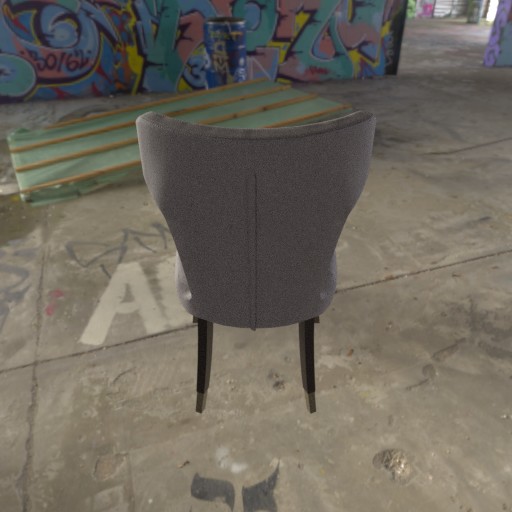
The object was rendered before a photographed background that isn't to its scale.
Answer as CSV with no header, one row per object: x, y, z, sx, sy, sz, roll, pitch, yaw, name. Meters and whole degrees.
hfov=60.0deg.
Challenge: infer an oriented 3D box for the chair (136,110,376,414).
0.000,0.000,1.343,0.526,0.950,0.630,0,32,0,chair
